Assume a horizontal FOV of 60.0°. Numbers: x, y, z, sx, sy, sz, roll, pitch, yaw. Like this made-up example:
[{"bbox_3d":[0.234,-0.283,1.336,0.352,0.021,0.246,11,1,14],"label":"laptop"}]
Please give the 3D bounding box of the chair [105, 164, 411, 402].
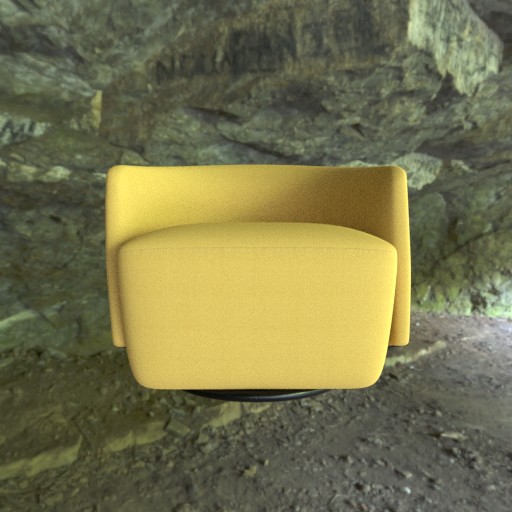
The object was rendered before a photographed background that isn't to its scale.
[{"bbox_3d":[0.000,0.000,1.368,0.773,0.698,0.767,0,0,-1],"label":"chair"}]
